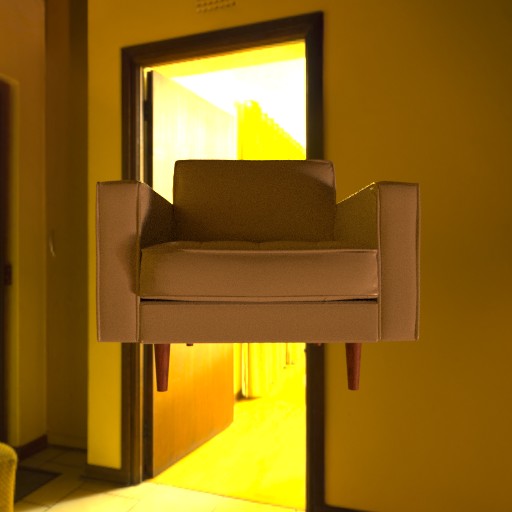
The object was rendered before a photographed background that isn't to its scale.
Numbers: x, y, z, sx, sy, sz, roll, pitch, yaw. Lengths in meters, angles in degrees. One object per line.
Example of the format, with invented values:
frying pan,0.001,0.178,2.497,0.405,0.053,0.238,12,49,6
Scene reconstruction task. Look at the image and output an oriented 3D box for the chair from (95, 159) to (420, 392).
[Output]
chair,0.000,0.000,1.551,0.928,0.773,0.843,0,0,-1
